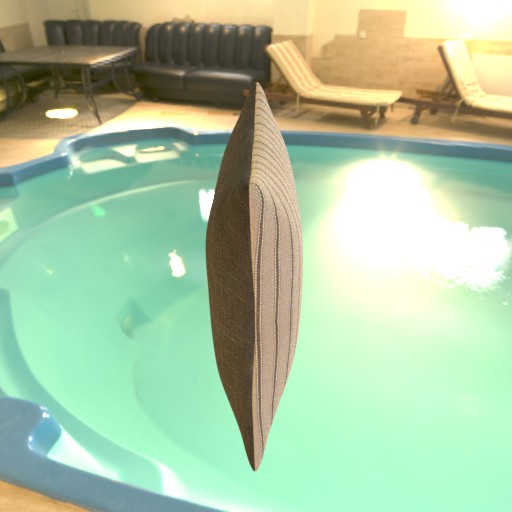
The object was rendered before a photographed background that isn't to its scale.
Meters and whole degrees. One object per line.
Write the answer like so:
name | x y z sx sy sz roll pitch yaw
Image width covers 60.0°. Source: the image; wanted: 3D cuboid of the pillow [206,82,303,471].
pillow | 0.000 0.000 0.712 0.138 0.444 0.468 0 32 1
